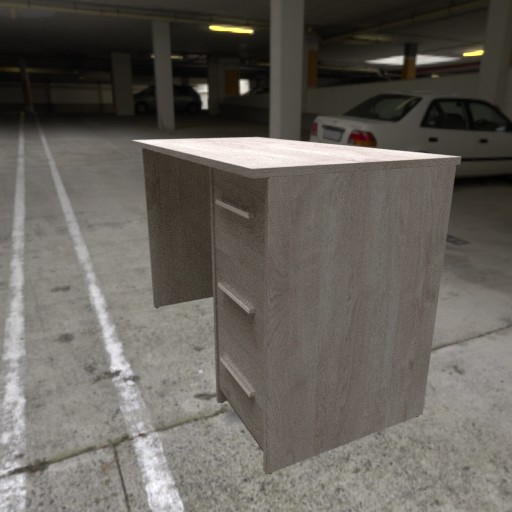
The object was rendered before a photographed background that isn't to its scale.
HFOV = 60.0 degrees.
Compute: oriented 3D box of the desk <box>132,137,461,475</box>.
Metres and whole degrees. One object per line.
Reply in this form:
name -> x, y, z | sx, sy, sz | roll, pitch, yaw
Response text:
desk -> 0.000, 0.000, 1.527 | 0.560, 0.735, 1.097 | -9, 20, -25
